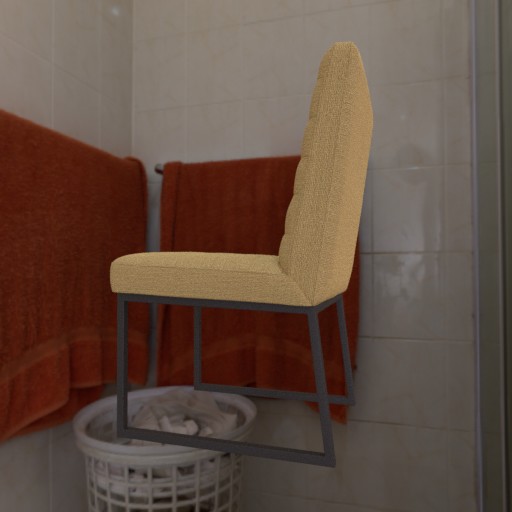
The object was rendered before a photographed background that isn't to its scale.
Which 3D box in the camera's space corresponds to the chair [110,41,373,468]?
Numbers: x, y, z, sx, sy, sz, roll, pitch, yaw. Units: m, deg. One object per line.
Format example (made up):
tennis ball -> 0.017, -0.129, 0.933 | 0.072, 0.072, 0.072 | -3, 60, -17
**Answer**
chair -> 0.000, 0.000, 1.268 | 0.634, 0.930, 0.520 | 0, -1, 18
